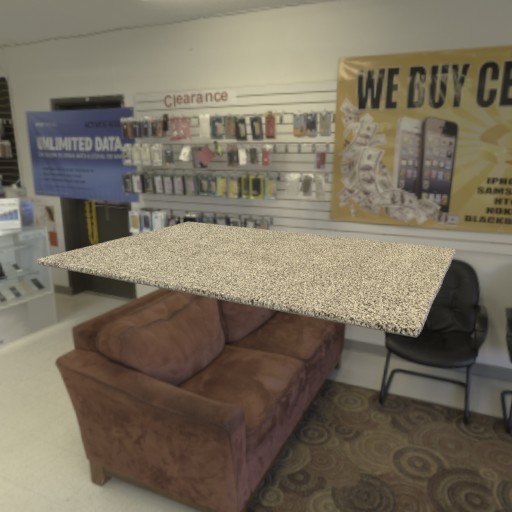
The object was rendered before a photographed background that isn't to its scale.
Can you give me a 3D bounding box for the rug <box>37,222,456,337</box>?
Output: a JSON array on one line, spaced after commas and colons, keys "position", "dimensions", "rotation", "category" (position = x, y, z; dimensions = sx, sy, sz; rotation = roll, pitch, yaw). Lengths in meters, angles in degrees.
[{"position": [0.000, 0.000, 2.262], "dimensions": [1.778, 0.030, 1.219], "rotation": [8, 16, 28], "category": "rug"}]
